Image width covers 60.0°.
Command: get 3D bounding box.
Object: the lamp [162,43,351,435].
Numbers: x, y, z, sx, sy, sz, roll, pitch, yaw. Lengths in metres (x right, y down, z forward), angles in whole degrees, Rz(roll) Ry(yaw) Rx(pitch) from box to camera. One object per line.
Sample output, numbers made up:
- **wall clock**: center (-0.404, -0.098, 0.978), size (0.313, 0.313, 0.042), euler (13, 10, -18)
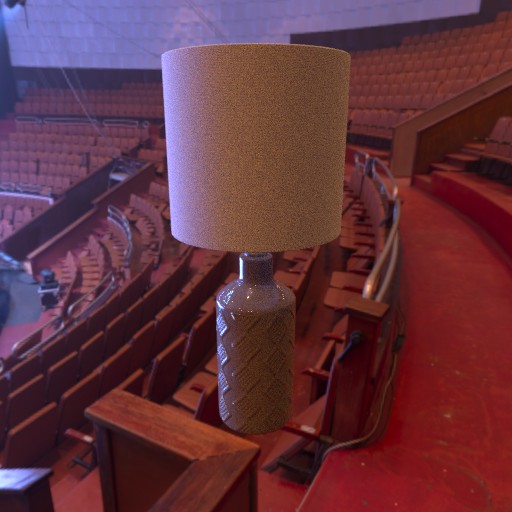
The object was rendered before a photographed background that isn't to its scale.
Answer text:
- **lamp**: center (0.000, 0.000, 0.561), size (0.207, 0.461, 0.207), euler (9, 20, 27)
